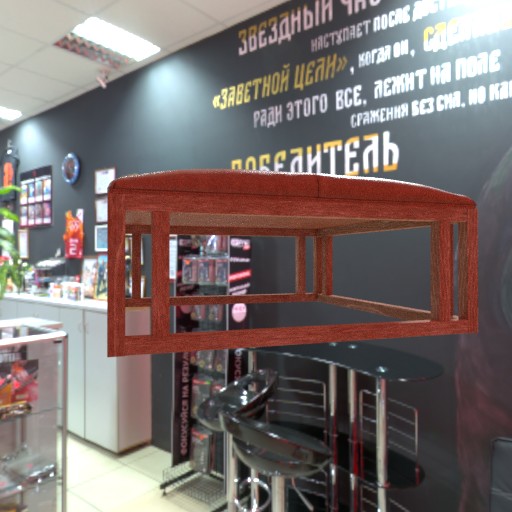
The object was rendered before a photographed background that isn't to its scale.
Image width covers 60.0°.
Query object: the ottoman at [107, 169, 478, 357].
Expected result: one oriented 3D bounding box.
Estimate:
[{"bbox_3d":[0.000,0.000,1.593,1.013,0.442,1.016,0,0,-18],"label":"ottoman"}]
